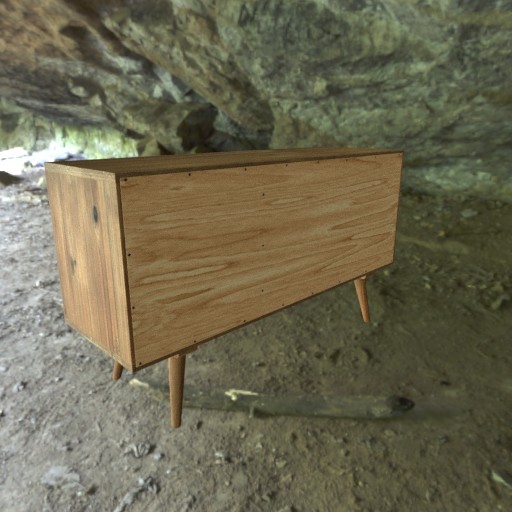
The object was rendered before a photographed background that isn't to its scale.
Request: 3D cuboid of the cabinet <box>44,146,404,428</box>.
[{"bbox_3d":[0.000,0.000,1.792,1.400,0.800,0.472,-16,23,-42],"label":"cabinet"}]
